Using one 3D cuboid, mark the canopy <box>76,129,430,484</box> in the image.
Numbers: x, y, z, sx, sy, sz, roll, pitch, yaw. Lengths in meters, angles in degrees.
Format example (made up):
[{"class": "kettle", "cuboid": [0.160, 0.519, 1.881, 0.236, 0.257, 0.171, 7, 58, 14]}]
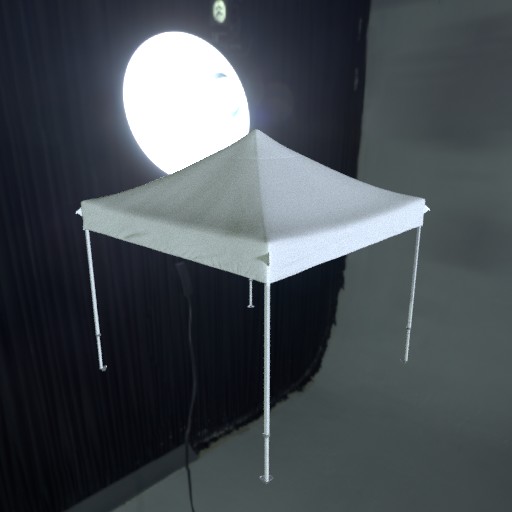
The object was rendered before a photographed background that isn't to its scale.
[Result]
[{"class": "canopy", "cuboid": [0.000, 0.000, 5.446, 2.996, 2.998, 2.994, 14, 21, 40]}]
